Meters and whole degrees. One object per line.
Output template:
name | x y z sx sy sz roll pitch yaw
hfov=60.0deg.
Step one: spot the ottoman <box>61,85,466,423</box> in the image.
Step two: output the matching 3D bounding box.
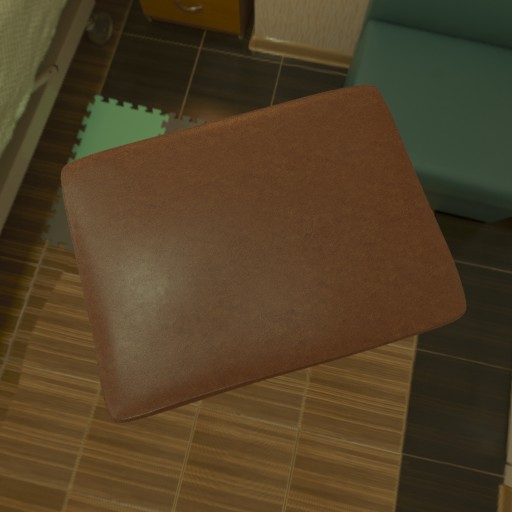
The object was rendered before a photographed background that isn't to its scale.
ottoman | 0.000 0.000 1.228 0.851 0.485 0.650 -16 76 -4
